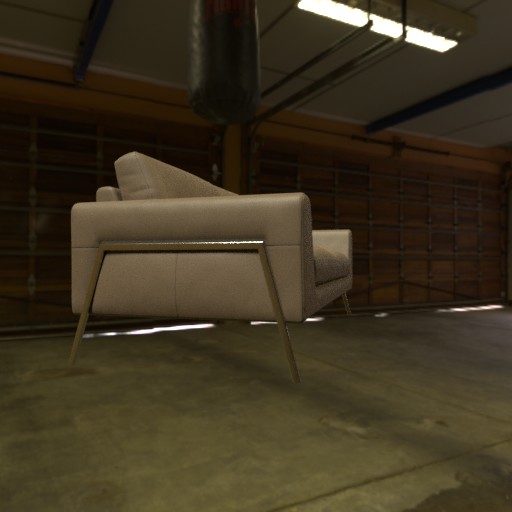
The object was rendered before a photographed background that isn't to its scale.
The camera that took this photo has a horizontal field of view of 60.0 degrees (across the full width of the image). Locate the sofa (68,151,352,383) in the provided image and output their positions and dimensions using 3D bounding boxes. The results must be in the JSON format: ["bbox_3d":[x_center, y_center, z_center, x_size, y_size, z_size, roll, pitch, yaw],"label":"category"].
[{"bbox_3d":[0.000,0.000,2.568,0.953,0.875,2.017,0,-1,17],"label":"sofa"}]
